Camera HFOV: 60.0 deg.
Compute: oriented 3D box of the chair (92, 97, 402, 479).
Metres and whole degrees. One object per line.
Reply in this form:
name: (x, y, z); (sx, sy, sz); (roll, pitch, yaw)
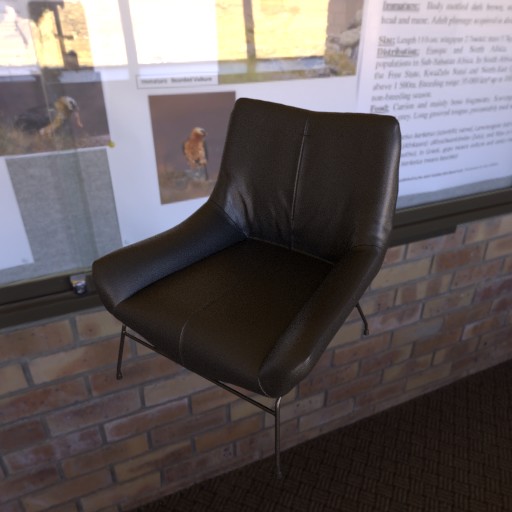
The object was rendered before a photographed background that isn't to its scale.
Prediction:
chair: (0.000, 0.000, 1.577); (0.836, 0.922, 0.826); (19, 35, 29)
